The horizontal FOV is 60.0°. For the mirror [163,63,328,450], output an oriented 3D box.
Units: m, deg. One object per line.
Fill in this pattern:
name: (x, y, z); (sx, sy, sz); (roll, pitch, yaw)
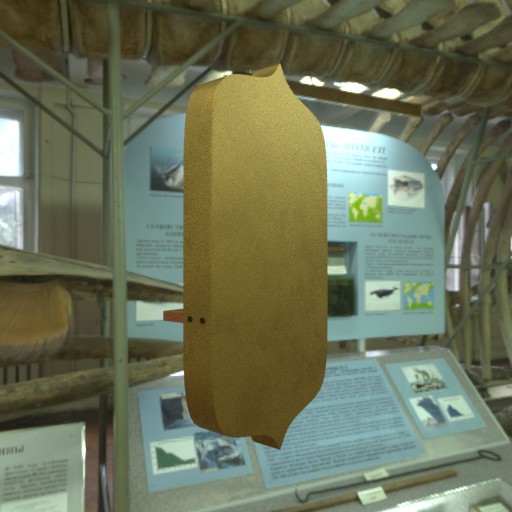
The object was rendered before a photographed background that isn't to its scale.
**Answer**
mirror: (0.000, 0.000, 0.731); (0.096, 0.613, 0.323); (0, -1, 37)
